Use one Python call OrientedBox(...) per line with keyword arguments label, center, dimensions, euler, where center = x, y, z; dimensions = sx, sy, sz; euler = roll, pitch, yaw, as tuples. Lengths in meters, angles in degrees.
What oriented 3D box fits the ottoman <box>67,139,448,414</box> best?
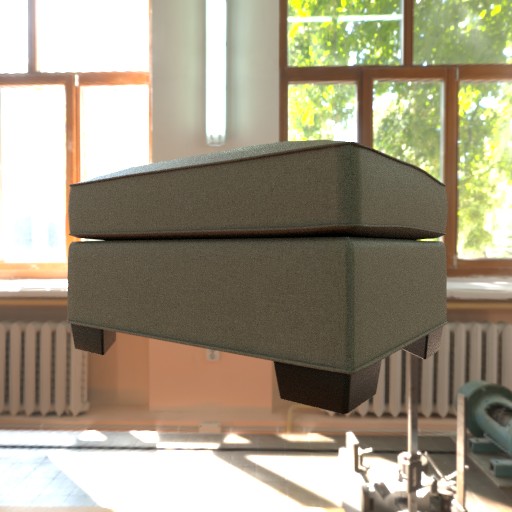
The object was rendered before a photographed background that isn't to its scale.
OrientedBox(label="ottoman", center=(0.000, 0.000, 1.193), dimensions=(0.843, 0.504, 0.619), euler=(1, 1, 37))
